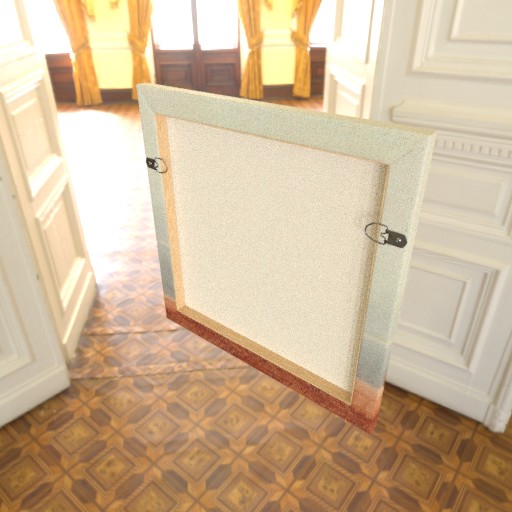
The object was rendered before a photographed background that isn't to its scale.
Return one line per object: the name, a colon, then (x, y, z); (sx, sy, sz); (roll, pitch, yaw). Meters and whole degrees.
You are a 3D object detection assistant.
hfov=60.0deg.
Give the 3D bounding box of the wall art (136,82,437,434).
wall art: (0.000, 0.000, 0.608); (0.405, 0.405, 0.023); (22, 37, 32)
